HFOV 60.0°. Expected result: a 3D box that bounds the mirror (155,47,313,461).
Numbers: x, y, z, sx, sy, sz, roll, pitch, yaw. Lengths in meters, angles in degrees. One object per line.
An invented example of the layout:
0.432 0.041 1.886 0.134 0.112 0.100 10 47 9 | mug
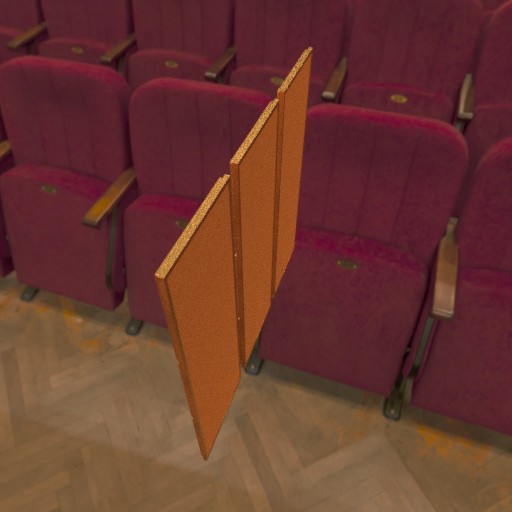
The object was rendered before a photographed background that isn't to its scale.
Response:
0.000 0.000 1.426 0.023 0.926 1.011 15 49 13 | mirror
